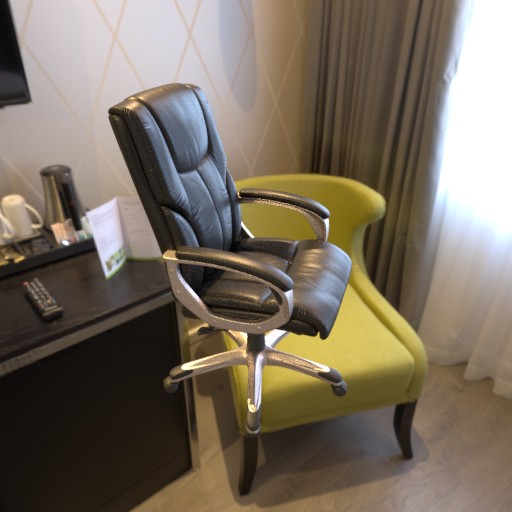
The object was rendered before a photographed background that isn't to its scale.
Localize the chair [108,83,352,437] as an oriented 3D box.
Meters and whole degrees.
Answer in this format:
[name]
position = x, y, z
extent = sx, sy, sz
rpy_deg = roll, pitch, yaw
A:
[chair]
position = 0.000, 0.000, 1.640
extent = 0.780, 1.145, 0.700
rpy_deg = 10, 31, 17
